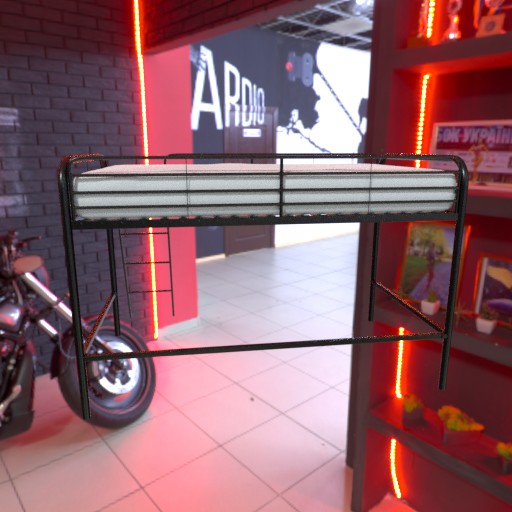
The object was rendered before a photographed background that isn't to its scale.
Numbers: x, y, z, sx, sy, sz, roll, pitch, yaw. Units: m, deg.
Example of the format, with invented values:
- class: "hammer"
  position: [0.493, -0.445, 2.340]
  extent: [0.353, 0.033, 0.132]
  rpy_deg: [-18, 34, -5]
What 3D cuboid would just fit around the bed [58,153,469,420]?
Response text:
- class: "bed"
  position: [0.000, 0.000, 2.869]
  extent: [1.968, 1.289, 1.393]
  rpy_deg: [-2, 14, -8]
